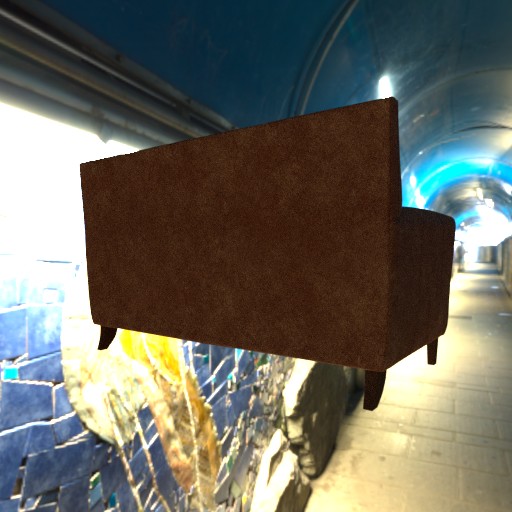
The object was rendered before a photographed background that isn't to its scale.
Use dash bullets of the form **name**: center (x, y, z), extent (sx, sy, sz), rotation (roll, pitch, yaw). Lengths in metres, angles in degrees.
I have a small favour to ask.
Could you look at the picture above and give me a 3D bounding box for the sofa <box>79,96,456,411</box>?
- **sofa**: center (0.000, 0.000, 1.923), extent (1.473, 0.871, 0.787), rotation (0, 1, 37)
